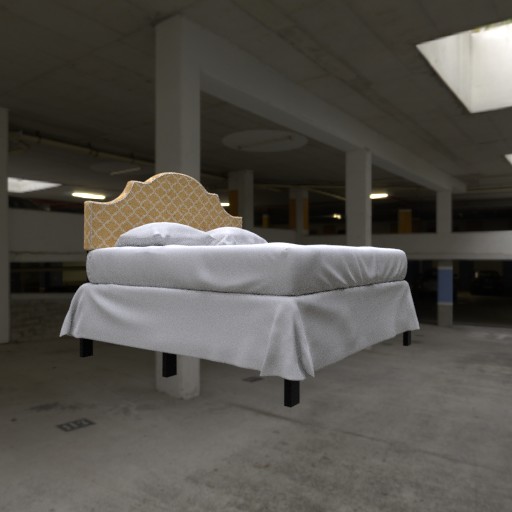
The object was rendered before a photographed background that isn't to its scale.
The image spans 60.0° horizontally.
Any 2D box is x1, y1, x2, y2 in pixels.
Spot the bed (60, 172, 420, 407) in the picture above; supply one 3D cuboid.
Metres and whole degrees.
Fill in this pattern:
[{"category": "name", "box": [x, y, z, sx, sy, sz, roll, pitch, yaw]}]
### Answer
[{"category": "bed", "box": [0.000, 0.000, 3.773, 2.222, 1.601, 2.314, 0, 0, 36]}]
